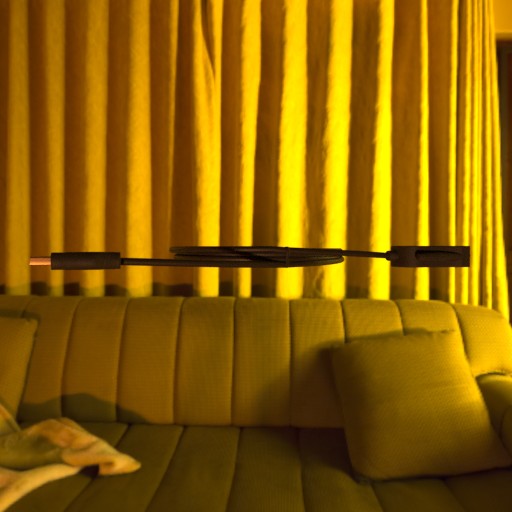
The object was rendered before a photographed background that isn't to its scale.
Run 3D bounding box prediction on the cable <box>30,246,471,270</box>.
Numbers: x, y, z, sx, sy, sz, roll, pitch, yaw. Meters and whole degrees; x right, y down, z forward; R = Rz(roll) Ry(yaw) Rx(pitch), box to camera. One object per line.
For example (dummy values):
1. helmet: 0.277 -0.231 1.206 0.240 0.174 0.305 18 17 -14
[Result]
1. cable: 0.000 0.000 0.328 0.281 0.015 0.136 0 1 -18
